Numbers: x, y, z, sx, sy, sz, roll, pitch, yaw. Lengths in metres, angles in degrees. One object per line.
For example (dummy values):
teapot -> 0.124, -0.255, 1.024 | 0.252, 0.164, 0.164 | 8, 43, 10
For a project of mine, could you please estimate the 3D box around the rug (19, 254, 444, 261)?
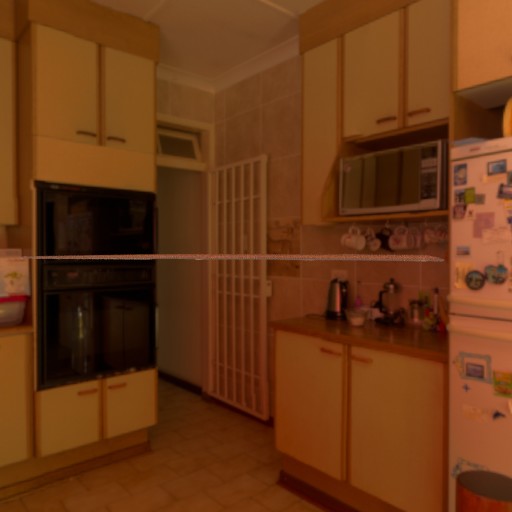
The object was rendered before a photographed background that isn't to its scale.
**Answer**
rug -> 0.000, 0.000, 4.113 | 3.068, 0.021, 2.456 | 0, 1, 19
